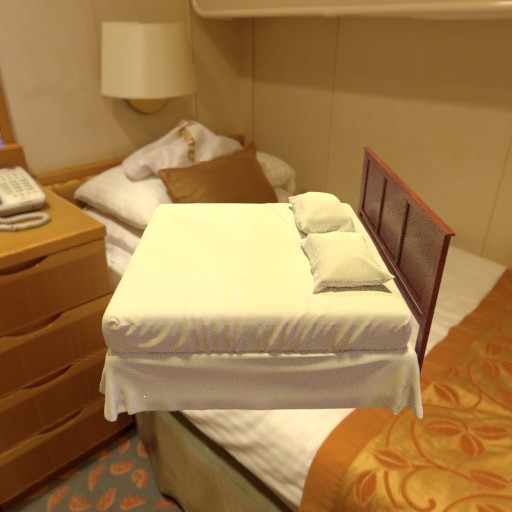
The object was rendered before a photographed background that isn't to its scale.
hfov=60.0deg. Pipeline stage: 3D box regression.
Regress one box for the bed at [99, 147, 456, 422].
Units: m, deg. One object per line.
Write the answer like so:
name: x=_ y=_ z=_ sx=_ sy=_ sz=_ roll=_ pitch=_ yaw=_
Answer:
bed: x=0.000 y=0.000 z=3.609 sx=2.219 sy=1.271 sz=2.314 roll=0 pitch=27 yaw=-1
